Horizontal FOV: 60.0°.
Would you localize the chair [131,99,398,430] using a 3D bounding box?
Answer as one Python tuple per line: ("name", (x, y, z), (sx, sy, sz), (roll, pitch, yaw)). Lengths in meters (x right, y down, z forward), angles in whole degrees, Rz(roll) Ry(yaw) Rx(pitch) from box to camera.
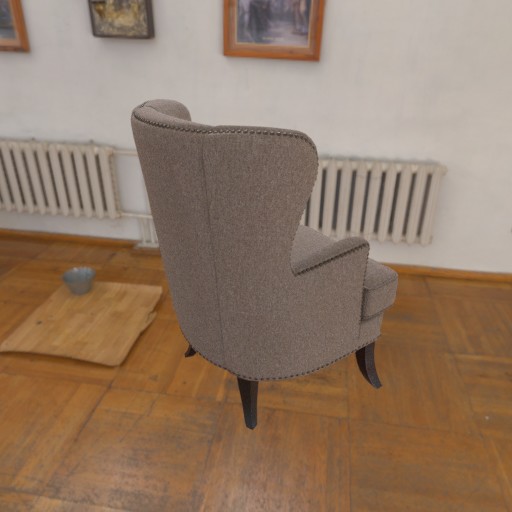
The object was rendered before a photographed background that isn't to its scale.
("chair", (0.000, 0.000, 1.625), (0.758, 1.060, 0.759), (-18, 32, -31))
